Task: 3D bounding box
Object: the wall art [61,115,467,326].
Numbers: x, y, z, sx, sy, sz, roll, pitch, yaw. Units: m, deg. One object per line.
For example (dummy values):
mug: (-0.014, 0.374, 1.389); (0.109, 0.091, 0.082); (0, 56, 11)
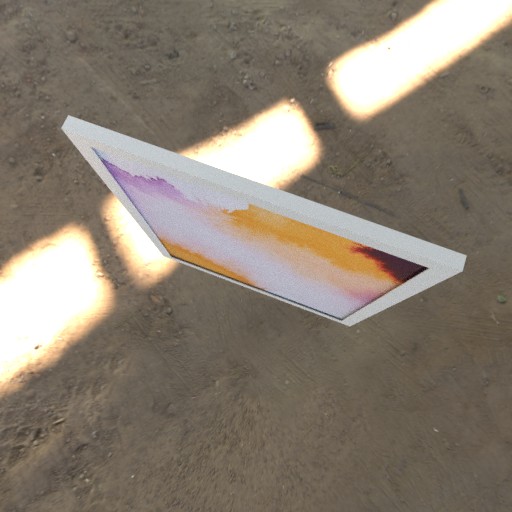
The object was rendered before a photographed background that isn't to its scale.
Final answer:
wall art: (0.000, 0.000, 1.079); (0.661, 0.811, 0.026); (20, 76, 5)
